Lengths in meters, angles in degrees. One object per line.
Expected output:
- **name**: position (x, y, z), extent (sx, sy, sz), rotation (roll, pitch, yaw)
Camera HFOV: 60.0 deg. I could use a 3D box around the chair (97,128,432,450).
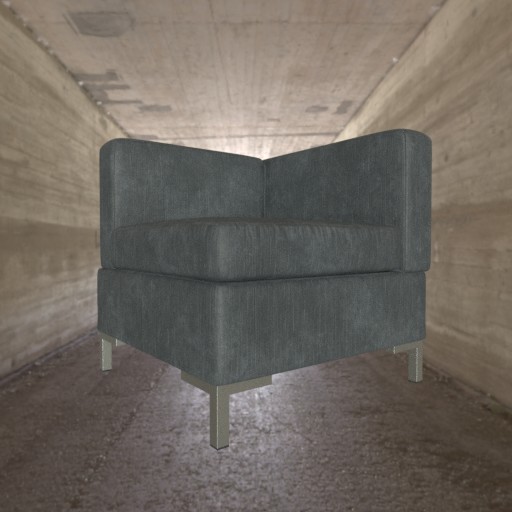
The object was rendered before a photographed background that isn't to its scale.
- **chair**: position (0.000, 0.000, 1.205), extent (0.680, 0.660, 0.680), rotation (-1, 2, -37)
